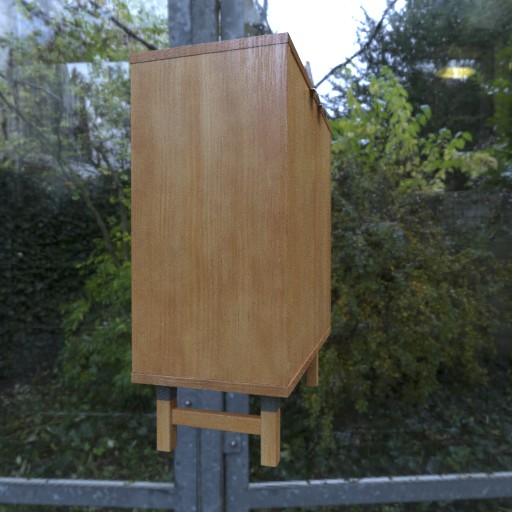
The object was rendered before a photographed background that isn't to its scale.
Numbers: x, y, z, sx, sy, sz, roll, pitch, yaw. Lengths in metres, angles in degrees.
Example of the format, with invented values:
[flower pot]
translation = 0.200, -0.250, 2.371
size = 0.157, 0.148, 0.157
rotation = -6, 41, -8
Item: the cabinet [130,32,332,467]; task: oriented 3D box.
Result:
[cabinet]
translation = 0.000, 0.000, 1.419
size = 0.419, 1.001, 0.800
rotation = 0, 1, 16
